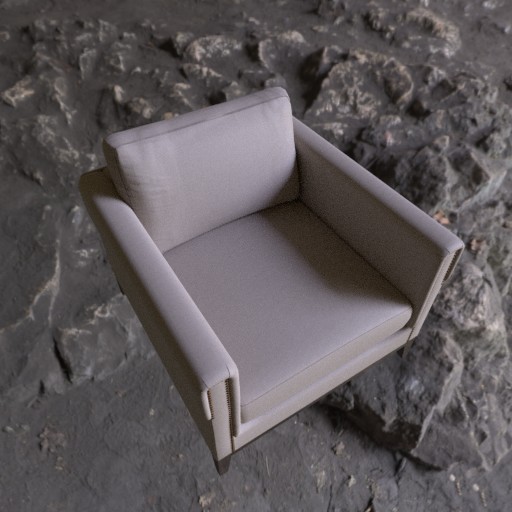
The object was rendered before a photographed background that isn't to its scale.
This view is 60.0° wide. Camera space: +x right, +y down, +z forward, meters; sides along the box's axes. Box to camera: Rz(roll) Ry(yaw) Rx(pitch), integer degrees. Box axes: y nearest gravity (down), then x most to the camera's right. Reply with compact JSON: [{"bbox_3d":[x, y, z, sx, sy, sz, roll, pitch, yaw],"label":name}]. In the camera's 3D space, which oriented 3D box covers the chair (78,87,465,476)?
[{"bbox_3d":[0.000,0.000,1.609,0.914,0.838,0.959,-24,51,-22],"label":"chair"}]
